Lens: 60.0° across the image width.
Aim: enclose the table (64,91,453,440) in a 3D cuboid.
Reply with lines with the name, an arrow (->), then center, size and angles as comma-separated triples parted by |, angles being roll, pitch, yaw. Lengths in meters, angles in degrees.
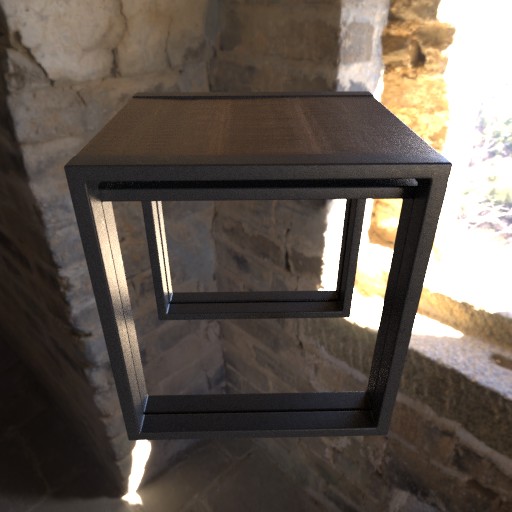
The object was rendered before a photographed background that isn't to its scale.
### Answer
table -> 0.000, 0.000, 0.901 | 0.500, 0.550, 0.449 | -1, 32, -1
